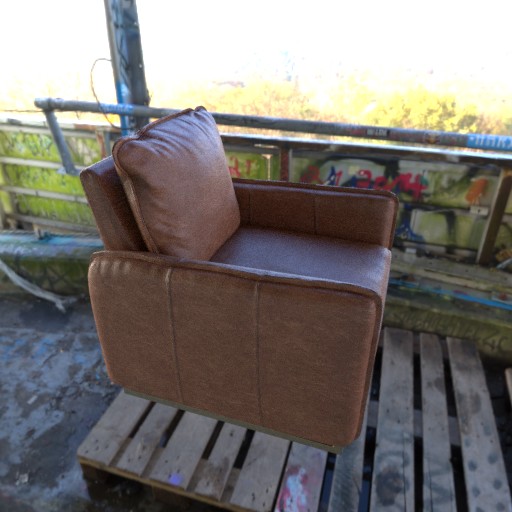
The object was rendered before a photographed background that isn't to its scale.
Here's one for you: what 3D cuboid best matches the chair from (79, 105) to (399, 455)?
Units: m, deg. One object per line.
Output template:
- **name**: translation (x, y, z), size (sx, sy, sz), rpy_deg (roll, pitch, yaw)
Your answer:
- **chair**: translation (0.000, 0.000, 1.580), size (0.922, 0.922, 0.830), rpy_deg (10, 31, 16)
